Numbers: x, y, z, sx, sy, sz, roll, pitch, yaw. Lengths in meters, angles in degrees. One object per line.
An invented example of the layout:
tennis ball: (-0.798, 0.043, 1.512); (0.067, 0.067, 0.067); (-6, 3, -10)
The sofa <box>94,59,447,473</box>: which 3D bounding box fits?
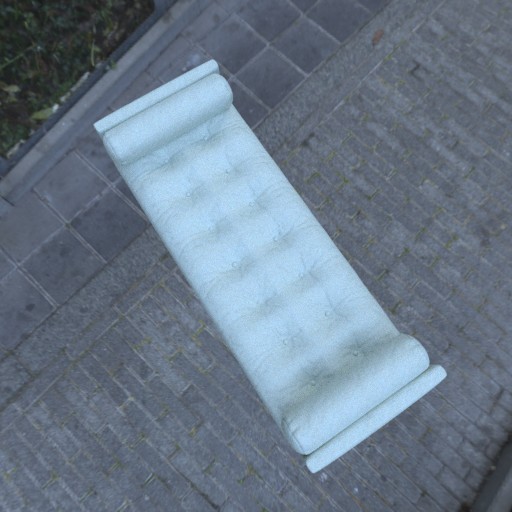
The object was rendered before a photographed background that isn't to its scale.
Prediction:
sofa: (0.000, 0.000, 2.506); (0.796, 0.705, 2.102); (-32, 77, -8)
